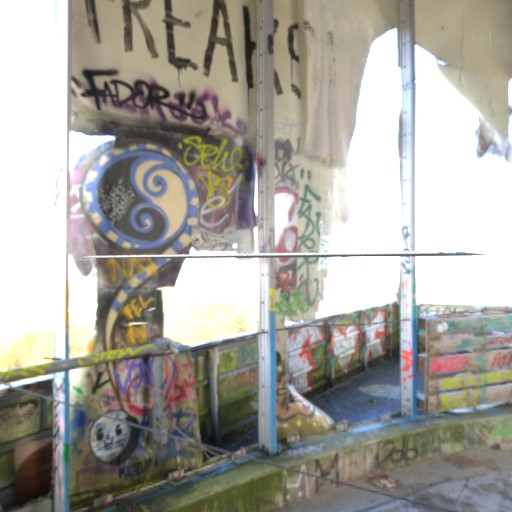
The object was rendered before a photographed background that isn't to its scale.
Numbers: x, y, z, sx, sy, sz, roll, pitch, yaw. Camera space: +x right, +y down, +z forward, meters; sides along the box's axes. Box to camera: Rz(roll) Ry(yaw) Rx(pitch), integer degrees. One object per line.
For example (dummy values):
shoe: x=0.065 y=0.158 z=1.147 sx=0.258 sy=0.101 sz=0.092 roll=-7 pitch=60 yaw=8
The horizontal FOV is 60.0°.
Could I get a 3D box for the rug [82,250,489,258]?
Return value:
rug: x=0.000 y=0.000 z=2.727 sx=2.480 sy=0.013 sz=0.786 roll=-1 pitch=-1 yaw=35
